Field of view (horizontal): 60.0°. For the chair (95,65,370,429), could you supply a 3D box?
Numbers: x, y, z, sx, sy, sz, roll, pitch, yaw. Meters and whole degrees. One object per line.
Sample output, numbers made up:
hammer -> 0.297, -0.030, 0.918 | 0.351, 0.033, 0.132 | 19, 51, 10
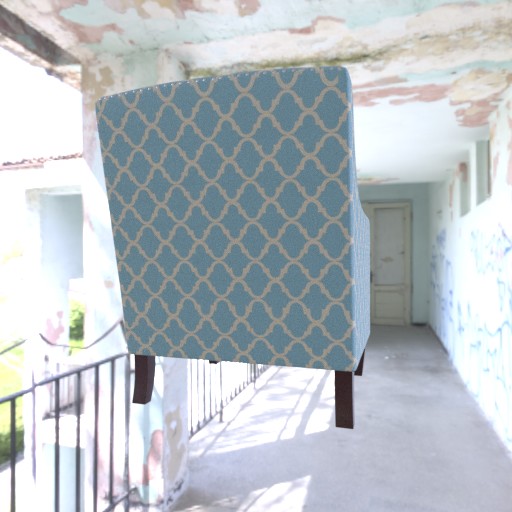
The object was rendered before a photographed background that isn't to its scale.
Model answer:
chair -> 0.000, 0.000, 1.313 | 0.617, 0.817, 0.686 | 0, 0, 18
